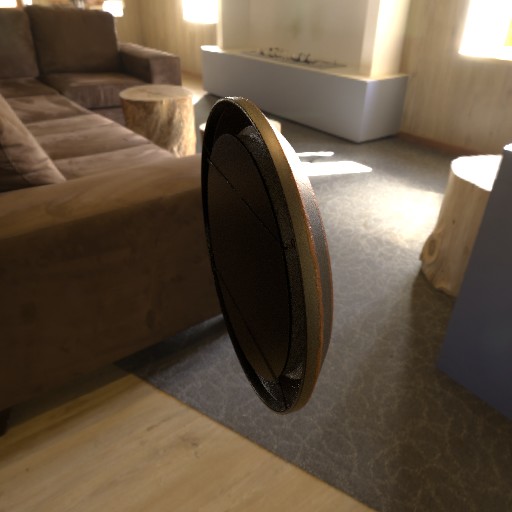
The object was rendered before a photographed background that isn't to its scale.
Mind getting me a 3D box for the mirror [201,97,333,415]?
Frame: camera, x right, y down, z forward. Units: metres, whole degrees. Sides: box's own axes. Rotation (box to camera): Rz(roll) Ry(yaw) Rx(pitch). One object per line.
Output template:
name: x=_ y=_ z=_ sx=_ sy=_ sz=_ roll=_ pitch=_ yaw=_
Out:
mirror: x=0.000 y=0.000 z=1.335 sx=0.111 sy=0.907 sz=0.907 roll=-11 pitch=33 yaw=-17
